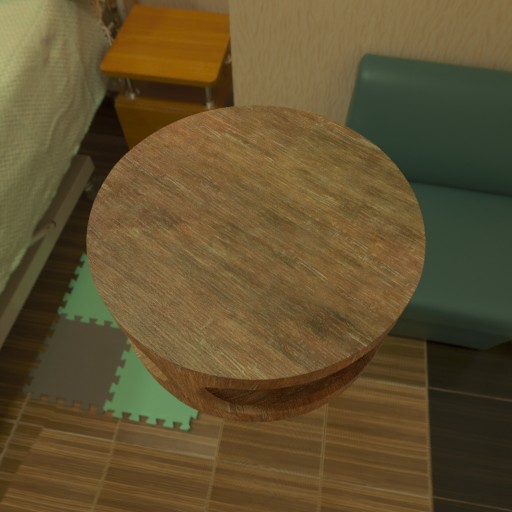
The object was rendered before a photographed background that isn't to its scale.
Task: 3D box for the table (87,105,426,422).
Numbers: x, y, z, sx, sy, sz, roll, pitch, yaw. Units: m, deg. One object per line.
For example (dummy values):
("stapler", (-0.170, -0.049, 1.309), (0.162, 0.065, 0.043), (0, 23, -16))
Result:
("table", (0.000, 0.000, 1.489), (0.974, 0.450, 0.974), (0, 57, 0))
